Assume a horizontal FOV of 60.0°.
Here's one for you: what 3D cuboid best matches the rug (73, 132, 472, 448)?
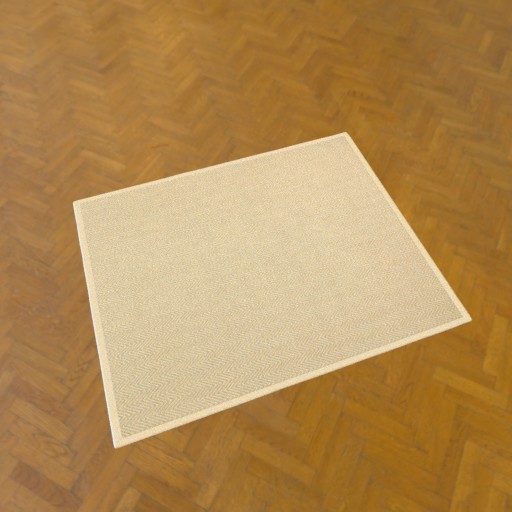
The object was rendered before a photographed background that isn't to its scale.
[{"bbox_3d":[0.000,0.000,4.061,3.009,0.019,2.423,-17,59,-10],"label":"rug"}]
